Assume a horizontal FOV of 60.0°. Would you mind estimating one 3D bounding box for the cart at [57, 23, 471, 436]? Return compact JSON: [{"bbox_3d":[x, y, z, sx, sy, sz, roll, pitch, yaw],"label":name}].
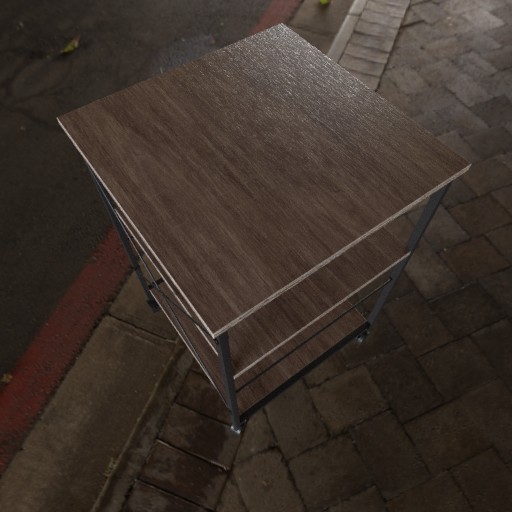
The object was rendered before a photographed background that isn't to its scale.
[{"bbox_3d":[0.000,0.000,1.098,0.520,0.762,0.521,-32,63,-18],"label":"cart"}]
